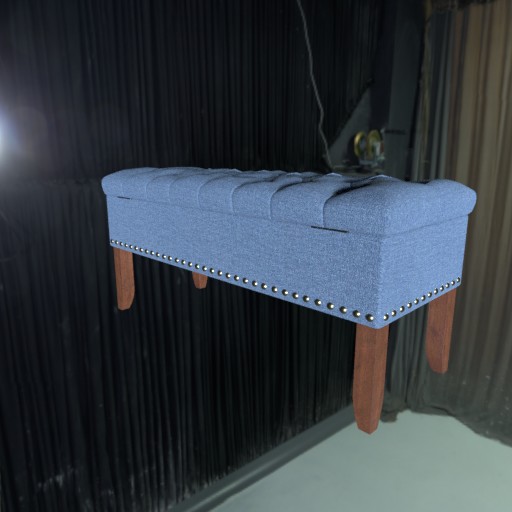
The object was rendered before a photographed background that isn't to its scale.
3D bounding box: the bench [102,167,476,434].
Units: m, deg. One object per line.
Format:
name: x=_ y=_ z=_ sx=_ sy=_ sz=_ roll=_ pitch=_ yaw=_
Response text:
bench: x=0.000 y=0.000 z=1.297 sx=0.417 sy=0.492 sz=1.052 roll=-13 pitch=19 yaw=-43
